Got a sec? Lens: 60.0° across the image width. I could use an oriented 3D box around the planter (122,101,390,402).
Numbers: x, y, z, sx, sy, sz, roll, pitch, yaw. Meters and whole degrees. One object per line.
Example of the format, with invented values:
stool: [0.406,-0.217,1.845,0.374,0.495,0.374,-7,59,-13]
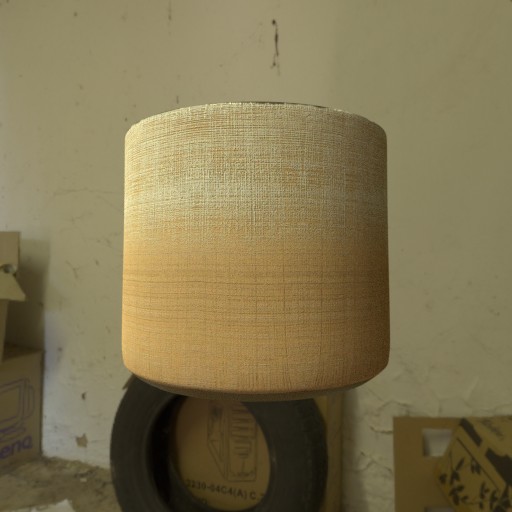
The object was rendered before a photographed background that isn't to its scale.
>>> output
planter: [0.000,0.000,0.438,0.254,0.221,0.254,0,0,0]
